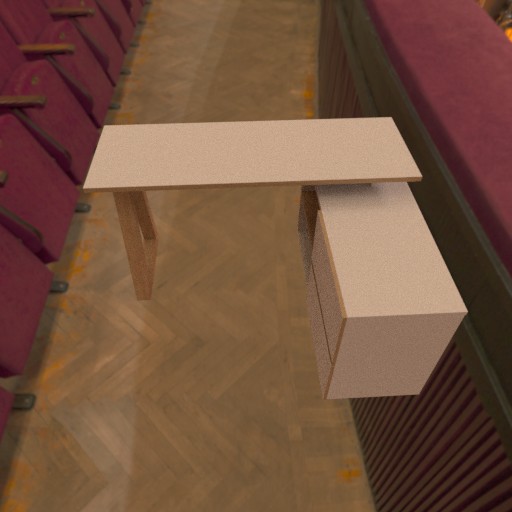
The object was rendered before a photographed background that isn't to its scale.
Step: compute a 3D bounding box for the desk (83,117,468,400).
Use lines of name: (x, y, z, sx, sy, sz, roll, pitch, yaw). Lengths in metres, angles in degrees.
desk: (0.000, 0.000, 2.061, 1.404, 0.755, 1.098, -2, 47, -2)
